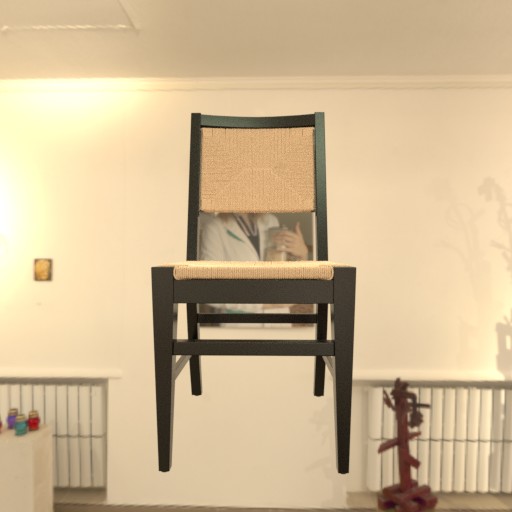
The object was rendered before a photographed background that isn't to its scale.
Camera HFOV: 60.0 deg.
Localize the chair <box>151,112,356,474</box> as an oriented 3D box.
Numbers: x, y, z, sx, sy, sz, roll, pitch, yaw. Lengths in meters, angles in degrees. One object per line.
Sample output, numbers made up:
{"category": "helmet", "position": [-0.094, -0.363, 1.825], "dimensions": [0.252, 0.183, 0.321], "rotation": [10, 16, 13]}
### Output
{"category": "chair", "position": [0.000, 0.000, 1.205], "dimensions": [0.437, 0.927, 0.552], "rotation": [0, 1, 1]}
